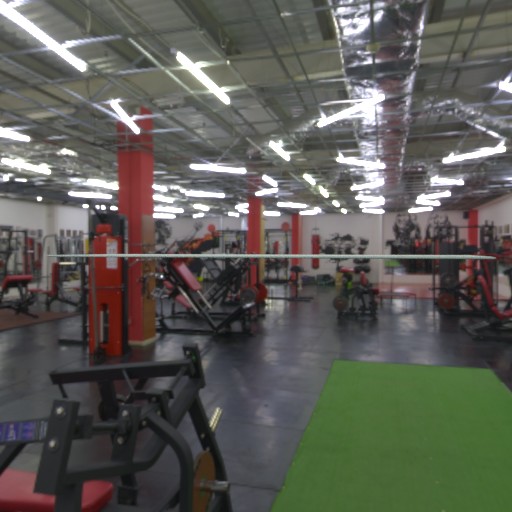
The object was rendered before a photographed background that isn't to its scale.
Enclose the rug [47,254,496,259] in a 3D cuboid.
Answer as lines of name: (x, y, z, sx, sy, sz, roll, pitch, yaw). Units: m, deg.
rug: (0.000, 0.000, 2.390, 2.196, 0.011, 0.662, 0, 1, 18)
